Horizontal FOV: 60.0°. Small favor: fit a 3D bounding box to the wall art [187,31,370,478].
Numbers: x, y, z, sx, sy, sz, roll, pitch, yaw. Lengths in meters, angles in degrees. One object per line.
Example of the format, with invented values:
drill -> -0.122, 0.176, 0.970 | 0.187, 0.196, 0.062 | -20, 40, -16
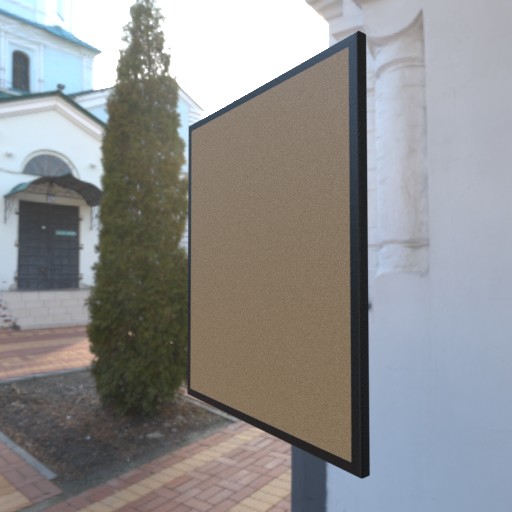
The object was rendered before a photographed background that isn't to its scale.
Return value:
wall art -> 0.000, 0.000, 0.773 | 0.018, 0.582, 0.481 | 1, -2, -36
